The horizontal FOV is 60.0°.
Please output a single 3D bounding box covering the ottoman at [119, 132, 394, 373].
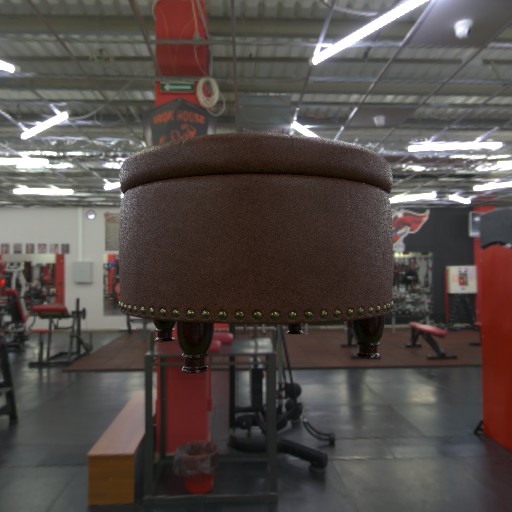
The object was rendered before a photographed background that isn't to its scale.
[{"bbox_3d":[0.000,0.000,1.075,0.637,0.442,0.637,0,-2,0],"label":"ottoman"}]
